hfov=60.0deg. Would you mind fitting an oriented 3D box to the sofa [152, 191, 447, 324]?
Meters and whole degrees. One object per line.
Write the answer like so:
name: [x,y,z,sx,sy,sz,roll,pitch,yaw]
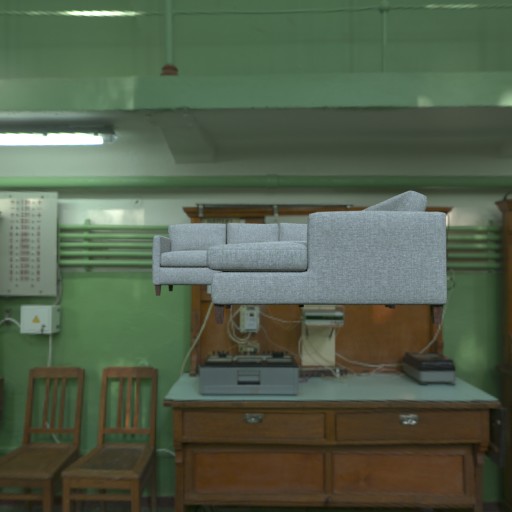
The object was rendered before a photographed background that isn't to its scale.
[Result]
sofa: [0.000,0.000,4.651,2.593,0.959,3.460,0,-1,0]
